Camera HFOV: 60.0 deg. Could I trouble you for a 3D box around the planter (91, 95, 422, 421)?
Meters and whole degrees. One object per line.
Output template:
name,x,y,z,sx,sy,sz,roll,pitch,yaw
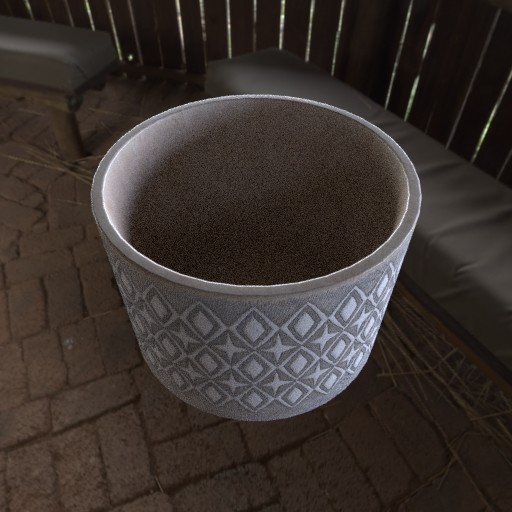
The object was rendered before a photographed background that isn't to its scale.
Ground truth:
planter,0.000,0.000,0.272,0.164,0.127,0.164,0,47,0
